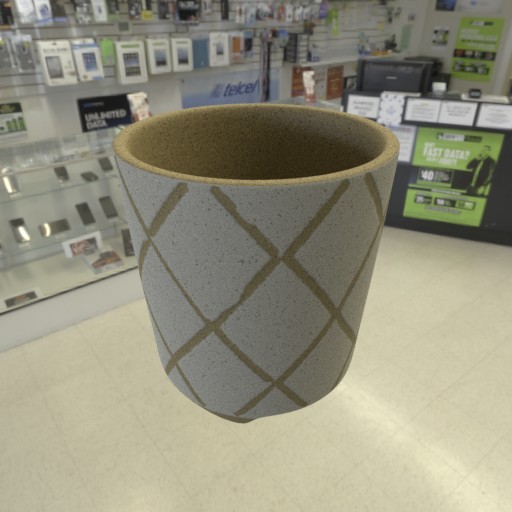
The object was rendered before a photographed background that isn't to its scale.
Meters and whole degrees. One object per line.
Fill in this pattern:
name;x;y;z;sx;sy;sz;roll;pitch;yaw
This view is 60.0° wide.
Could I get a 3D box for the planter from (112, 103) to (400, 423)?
planter;0.000;0.000;0.422;0.228;0.235;0.228;0;31;0
